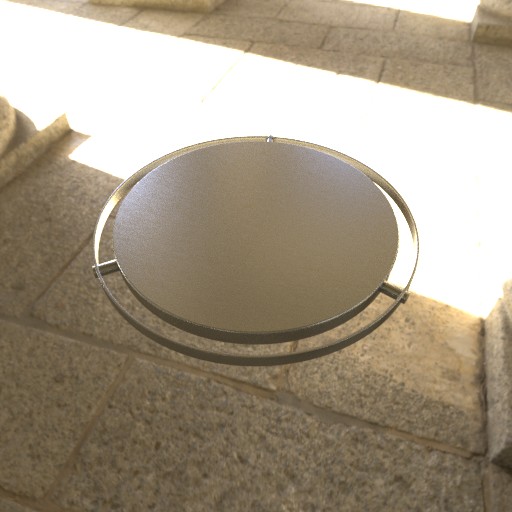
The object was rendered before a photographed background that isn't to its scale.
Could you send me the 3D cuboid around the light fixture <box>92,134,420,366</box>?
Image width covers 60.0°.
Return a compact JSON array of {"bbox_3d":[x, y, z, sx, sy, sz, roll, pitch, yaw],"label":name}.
[{"bbox_3d":[0.000,0.000,0.546,0.361,0.130,0.361,0,46,0],"label":"light fixture"}]
